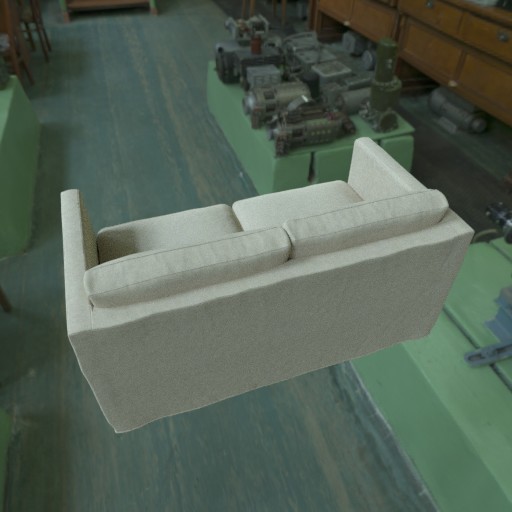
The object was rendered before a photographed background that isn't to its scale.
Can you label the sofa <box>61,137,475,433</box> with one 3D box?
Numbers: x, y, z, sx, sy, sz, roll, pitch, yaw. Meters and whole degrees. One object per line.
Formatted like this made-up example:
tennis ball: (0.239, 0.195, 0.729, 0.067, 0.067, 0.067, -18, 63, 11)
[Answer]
sofa: (0.000, 0.000, 2.222, 1.719, 0.835, 0.962, -13, 44, -14)
